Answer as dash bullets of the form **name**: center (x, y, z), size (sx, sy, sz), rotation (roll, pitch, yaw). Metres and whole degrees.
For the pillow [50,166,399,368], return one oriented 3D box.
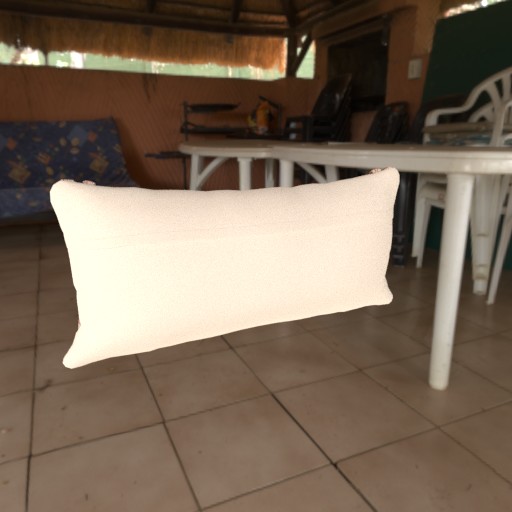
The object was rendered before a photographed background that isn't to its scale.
- **pillow**: center (0.000, 0.000, 0.756), size (0.635, 0.282, 0.139), rotation (-7, 17, -25)
